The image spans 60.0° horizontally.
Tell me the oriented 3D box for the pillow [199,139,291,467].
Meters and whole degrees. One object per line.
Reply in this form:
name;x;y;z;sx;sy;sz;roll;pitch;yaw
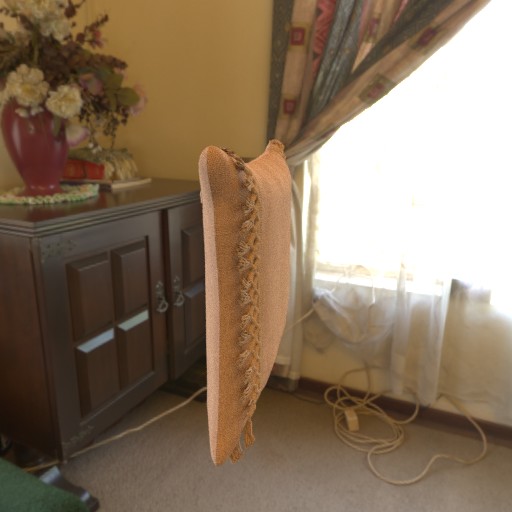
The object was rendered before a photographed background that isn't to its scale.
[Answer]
pillow;0.000;0.000;0.603;0.084;0.305;0.466;2;15;9
